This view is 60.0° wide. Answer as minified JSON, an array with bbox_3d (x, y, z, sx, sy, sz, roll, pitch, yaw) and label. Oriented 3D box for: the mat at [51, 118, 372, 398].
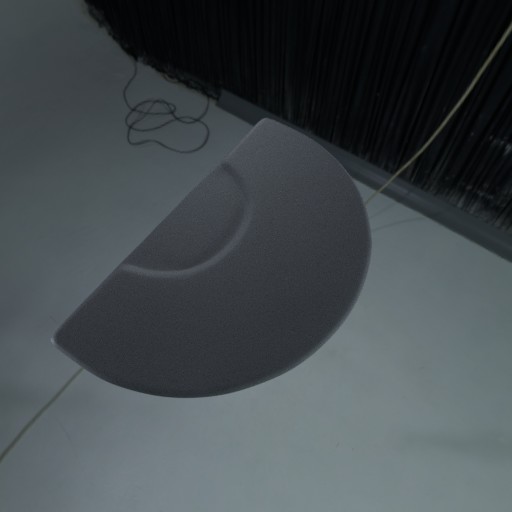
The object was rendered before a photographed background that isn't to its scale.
[{"bbox_3d":[0.000,0.000,1.896,0.917,0.016,1.525,30,63,17],"label":"mat"}]
